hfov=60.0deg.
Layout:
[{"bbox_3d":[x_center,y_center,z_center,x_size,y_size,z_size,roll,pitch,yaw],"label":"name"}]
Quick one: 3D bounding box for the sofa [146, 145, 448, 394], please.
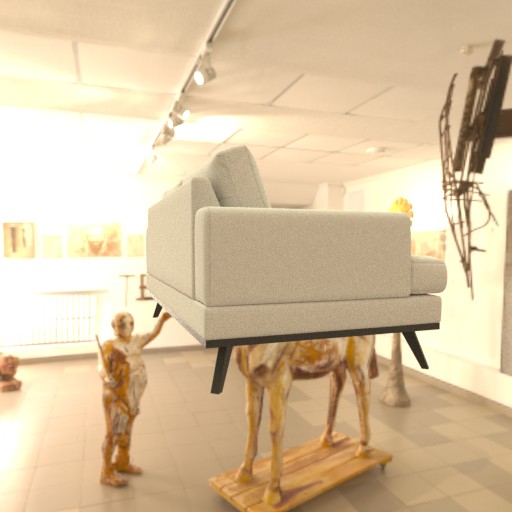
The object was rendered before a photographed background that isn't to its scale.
[{"bbox_3d":[0.000,0.000,2.227,0.920,0.810,1.650,-1,2,-20],"label":"sofa"}]
